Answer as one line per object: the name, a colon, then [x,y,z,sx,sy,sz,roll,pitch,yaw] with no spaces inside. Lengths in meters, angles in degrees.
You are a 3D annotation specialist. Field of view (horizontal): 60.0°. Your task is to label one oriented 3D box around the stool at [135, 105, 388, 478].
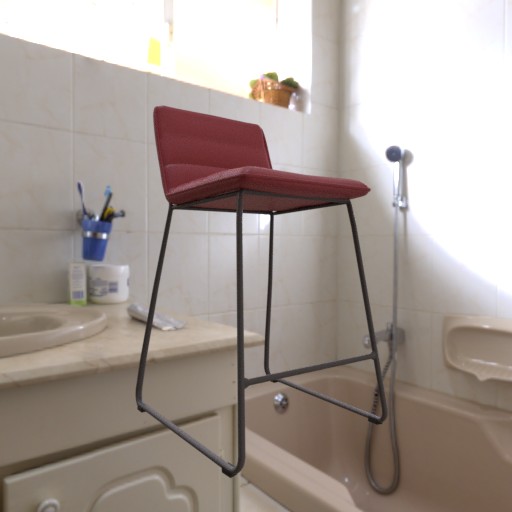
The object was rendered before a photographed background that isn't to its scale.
stool: [0.000,0.000,1.193,0.489,0.866,0.524,-1,1,-36]
